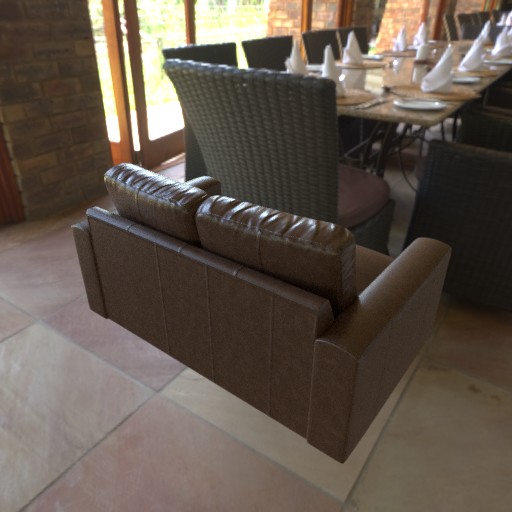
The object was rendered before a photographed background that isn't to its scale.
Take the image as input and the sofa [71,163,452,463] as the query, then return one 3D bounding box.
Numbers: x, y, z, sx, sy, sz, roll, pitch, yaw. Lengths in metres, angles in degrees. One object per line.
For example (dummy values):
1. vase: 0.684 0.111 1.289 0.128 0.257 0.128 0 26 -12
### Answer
1. sofa: 0.000 0.000 2.237 1.616 0.873 1.016 21 36 32
